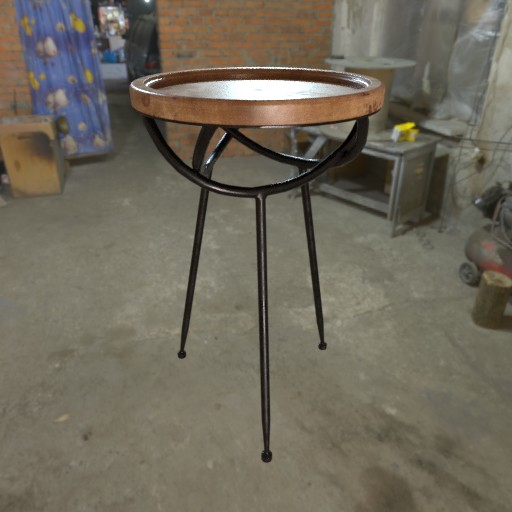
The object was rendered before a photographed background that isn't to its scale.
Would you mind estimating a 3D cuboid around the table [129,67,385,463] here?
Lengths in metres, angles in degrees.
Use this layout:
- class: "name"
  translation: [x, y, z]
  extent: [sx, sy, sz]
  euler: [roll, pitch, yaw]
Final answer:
- class: "table"
  translation: [0.000, 0.000, 0.890]
  extent: [0.418, 0.664, 0.414]
  euler: [20, 34, 33]
